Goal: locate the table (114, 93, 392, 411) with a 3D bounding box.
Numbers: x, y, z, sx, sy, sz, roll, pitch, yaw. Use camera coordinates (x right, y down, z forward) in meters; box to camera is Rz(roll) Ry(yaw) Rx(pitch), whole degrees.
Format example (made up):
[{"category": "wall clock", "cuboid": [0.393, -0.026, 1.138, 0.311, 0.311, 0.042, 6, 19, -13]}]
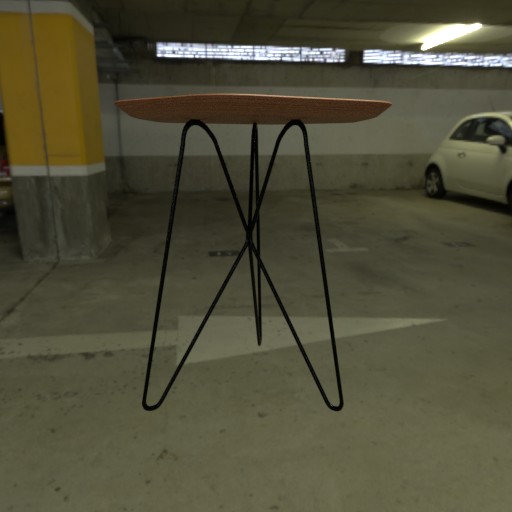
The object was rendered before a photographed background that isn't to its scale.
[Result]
[{"category": "table", "cuboid": [0.000, 0.000, 0.878, 0.500, 0.562, 0.400, -7, 16, -26]}]
